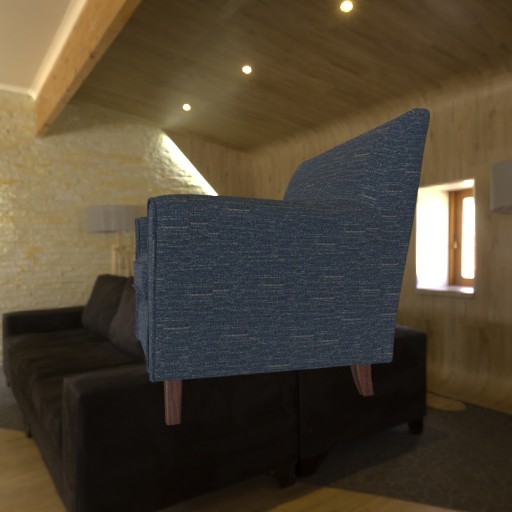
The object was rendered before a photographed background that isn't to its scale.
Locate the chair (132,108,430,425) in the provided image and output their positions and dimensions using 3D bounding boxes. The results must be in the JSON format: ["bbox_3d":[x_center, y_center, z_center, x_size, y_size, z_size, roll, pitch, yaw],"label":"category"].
[{"bbox_3d":[0.000,0.000,1.650,0.873,0.928,0.864,0,0,-18],"label":"chair"}]
